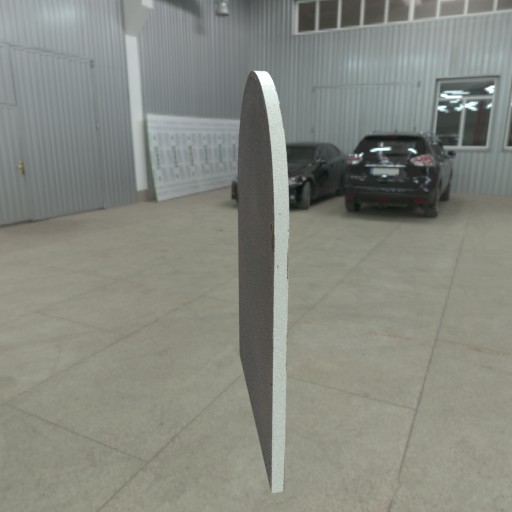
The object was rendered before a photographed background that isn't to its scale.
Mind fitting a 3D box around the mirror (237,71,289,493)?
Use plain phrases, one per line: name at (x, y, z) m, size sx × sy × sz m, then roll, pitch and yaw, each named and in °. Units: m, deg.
mirror at (0.000, 0.000, 1.188) m, size 0.032 × 0.920 × 0.660 m, roll -2°, pitch 15°, yaw -8°
